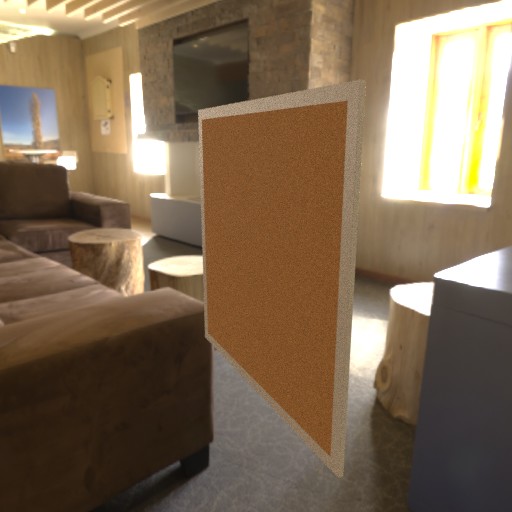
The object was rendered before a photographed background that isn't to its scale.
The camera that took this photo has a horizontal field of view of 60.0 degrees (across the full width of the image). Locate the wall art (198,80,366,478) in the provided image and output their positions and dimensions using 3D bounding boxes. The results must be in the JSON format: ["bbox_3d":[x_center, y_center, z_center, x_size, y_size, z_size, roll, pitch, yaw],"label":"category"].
[{"bbox_3d":[0.000,0.000,0.837,0.009,0.559,0.558,-7,16,-26],"label":"wall art"}]
